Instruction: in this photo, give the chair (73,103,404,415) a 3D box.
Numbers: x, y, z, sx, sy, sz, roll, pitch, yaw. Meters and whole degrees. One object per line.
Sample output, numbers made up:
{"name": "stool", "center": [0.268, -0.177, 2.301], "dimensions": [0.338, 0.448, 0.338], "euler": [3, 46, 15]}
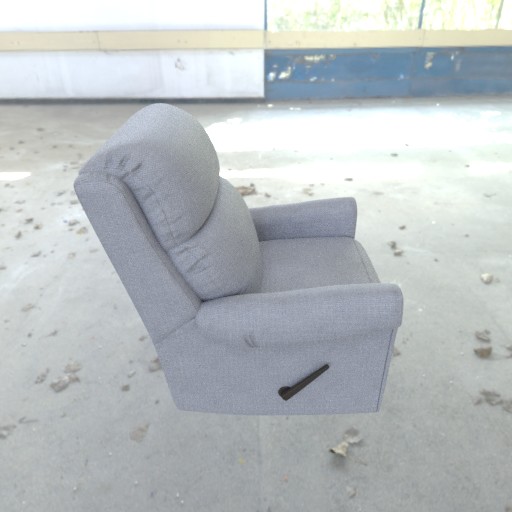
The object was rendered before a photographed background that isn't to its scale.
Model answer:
{"name": "chair", "center": [0.000, 0.000, 1.738], "dimensions": [1.014, 1.054, 0.838], "euler": [0, 30, 0]}
